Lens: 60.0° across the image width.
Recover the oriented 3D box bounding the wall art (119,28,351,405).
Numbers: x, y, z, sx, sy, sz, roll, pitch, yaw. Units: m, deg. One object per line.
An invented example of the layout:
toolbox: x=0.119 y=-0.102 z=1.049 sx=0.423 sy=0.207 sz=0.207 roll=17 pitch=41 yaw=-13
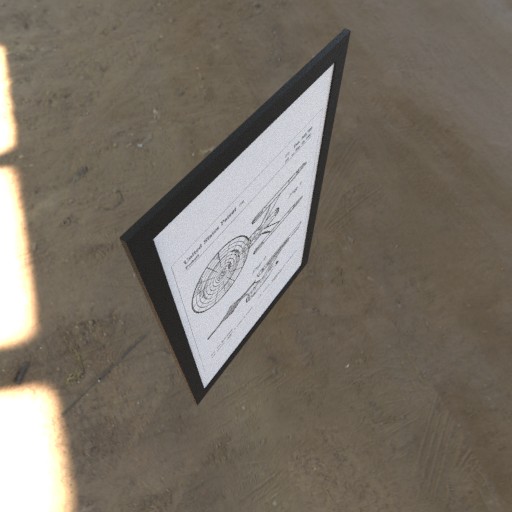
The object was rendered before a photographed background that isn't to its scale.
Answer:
wall art: x=0.000 y=0.000 z=0.673 sx=0.008 sy=0.530 sz=0.379 roll=31 pitch=63 yaw=18
